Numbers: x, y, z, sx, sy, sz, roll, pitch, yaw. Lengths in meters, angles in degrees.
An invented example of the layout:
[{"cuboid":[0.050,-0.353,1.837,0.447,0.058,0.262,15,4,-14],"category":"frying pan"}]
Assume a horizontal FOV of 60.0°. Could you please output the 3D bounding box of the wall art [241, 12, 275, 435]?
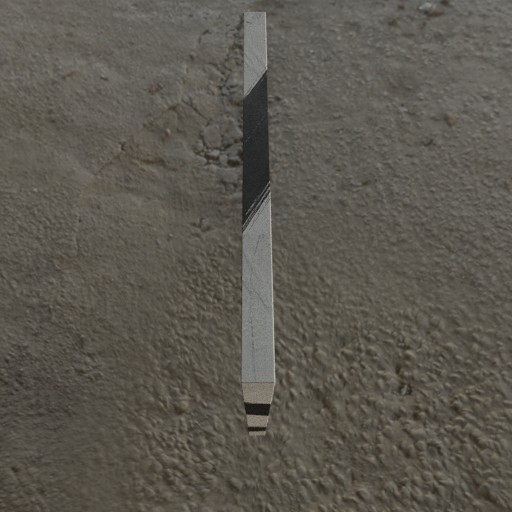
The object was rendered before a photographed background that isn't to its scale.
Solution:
[{"cuboid":[0.000,0.000,1.101,0.046,0.765,0.765,0,63,0],"category":"wall art"}]
